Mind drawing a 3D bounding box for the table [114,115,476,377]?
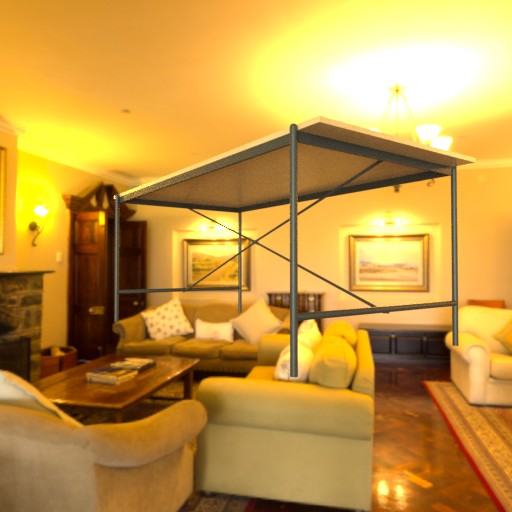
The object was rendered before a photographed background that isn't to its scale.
[{"bbox_3d":[0.000,0.000,2.233,0.900,0.758,1.800,1,-2,-36],"label":"table"}]
